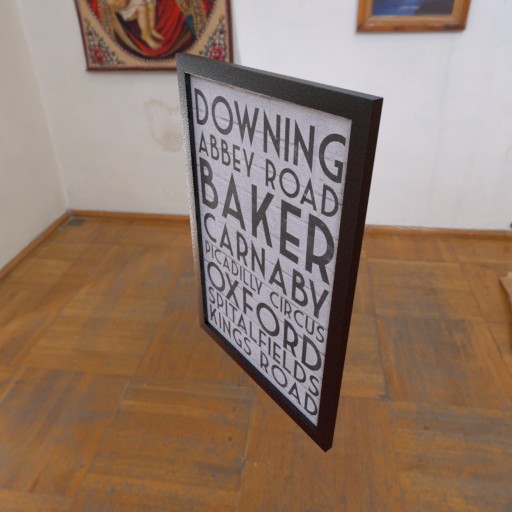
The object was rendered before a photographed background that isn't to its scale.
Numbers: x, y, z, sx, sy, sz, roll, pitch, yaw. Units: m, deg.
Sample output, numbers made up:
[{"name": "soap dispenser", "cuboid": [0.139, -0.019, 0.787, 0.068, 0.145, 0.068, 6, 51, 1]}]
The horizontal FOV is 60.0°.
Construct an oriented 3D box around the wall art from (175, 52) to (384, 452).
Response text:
[{"name": "wall art", "cuboid": [0.000, 0.000, 0.551, 0.013, 0.432, 0.304, -22, 38, -31]}]
